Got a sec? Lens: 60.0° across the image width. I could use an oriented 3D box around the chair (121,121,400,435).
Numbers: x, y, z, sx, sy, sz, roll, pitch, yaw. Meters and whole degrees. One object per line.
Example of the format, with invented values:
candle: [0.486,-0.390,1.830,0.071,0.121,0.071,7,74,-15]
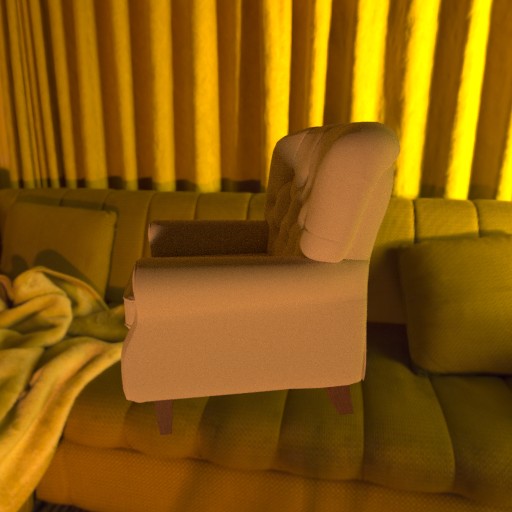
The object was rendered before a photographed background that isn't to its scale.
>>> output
chair: [0.000,0.000,2.009,1.132,1.169,1.035,-2,15,-9]
